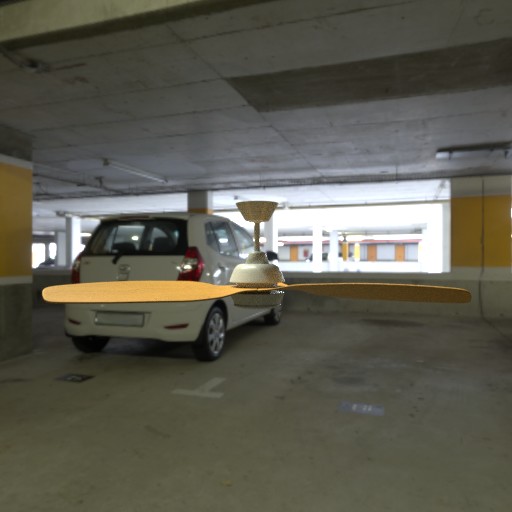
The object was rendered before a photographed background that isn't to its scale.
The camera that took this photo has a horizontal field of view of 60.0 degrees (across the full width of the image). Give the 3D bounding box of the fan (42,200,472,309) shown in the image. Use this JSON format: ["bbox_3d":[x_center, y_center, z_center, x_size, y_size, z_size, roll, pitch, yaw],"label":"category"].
[{"bbox_3d":[0.000,0.000,1.646,1.142,0.355,1.010,0,0,1],"label":"fan"}]
